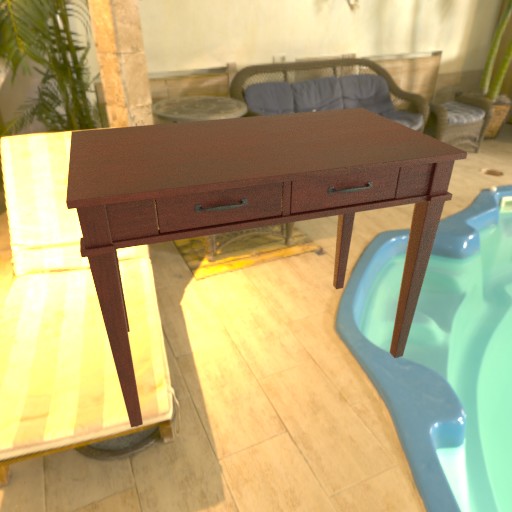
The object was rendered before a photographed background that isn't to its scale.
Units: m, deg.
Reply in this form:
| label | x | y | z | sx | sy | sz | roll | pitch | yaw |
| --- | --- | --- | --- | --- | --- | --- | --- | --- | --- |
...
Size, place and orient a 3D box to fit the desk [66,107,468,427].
| label | x | y | z | sx | sy | sz | roll | pitch | yaw |
| --- | --- | --- | --- | --- | --- | --- | --- | --- | --- |
| desk | 0.000 | 0.000 | 1.456 | 1.001 | 0.762 | 0.549 | -10 | 32 | -16 |
